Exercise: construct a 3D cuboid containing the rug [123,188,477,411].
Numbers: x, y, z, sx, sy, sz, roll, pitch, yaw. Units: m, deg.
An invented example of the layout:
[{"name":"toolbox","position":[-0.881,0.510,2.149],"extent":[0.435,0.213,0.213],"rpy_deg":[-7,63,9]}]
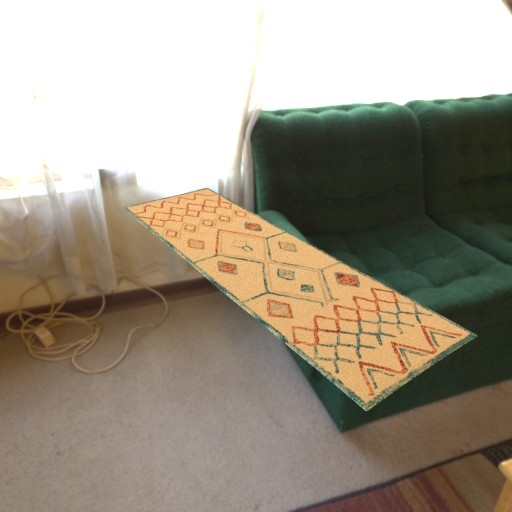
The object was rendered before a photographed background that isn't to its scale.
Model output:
[{"name":"rug","position":[0.000,0.000,2.707],"extent":[0.750,0.011,2.435],"rpy_deg":[-19,34,-31]}]
